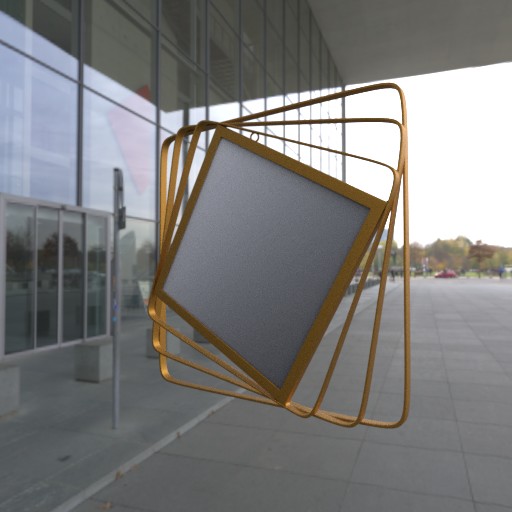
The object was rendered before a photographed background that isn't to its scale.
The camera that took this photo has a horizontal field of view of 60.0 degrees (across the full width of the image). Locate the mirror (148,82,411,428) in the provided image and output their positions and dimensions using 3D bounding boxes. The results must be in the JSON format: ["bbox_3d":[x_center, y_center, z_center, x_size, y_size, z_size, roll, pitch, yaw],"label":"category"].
[{"bbox_3d":[0.000,0.000,0.701,0.470,0.468,0.045,-1,-2,36],"label":"mirror"}]
